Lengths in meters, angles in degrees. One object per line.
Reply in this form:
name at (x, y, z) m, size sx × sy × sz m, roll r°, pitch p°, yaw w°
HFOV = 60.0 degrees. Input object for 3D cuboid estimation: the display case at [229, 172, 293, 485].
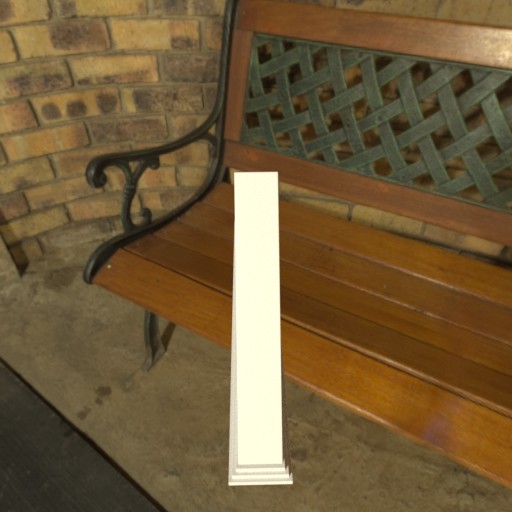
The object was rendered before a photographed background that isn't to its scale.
display case at (0.000, 0.000, 0.784) m, size 0.095 × 0.340 × 0.640 m, roll -1°, pitch 42°, yaw -1°
